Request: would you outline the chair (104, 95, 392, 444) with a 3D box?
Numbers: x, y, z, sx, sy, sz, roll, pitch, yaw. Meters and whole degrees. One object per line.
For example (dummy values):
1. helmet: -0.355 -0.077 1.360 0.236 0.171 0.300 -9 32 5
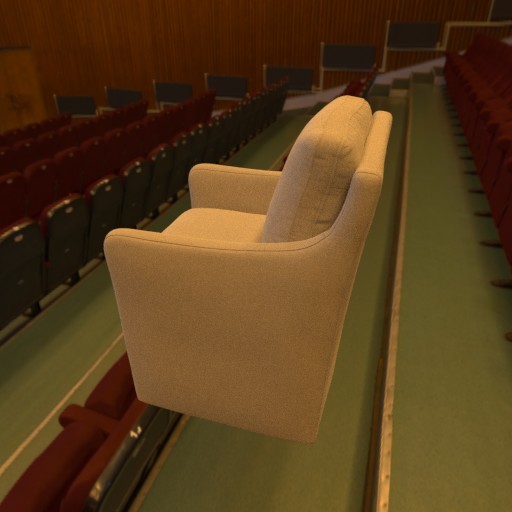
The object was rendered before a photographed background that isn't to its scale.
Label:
1. chair: 0.000 0.000 1.392 0.694 0.914 0.626 9 31 15
